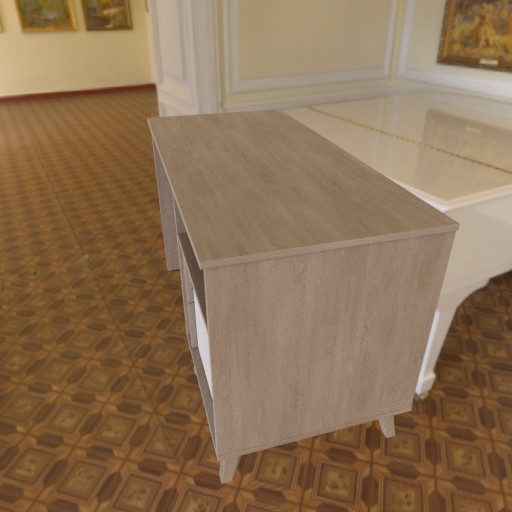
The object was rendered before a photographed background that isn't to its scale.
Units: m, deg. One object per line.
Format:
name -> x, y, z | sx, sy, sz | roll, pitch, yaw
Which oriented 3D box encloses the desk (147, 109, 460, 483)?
desk -> 0.000, 0.000, 1.648 | 0.600, 0.770, 1.251 | -9, 31, -14
